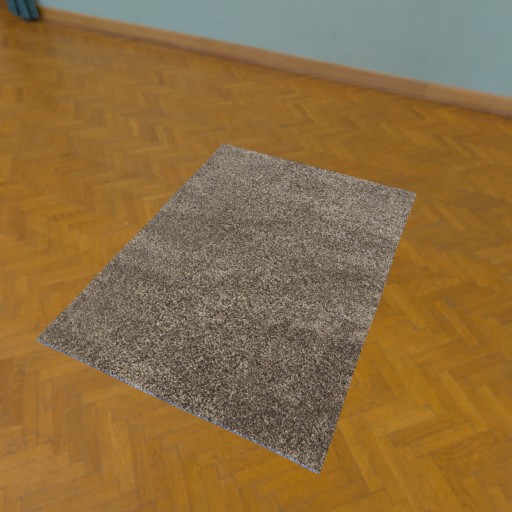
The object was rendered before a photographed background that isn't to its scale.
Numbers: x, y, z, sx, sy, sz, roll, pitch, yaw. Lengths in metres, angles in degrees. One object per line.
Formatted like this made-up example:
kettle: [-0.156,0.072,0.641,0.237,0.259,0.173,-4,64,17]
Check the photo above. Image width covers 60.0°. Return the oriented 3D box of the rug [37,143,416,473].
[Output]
rug: [0.000,0.000,2.106,1.198,0.025,1.601,18,49,17]
